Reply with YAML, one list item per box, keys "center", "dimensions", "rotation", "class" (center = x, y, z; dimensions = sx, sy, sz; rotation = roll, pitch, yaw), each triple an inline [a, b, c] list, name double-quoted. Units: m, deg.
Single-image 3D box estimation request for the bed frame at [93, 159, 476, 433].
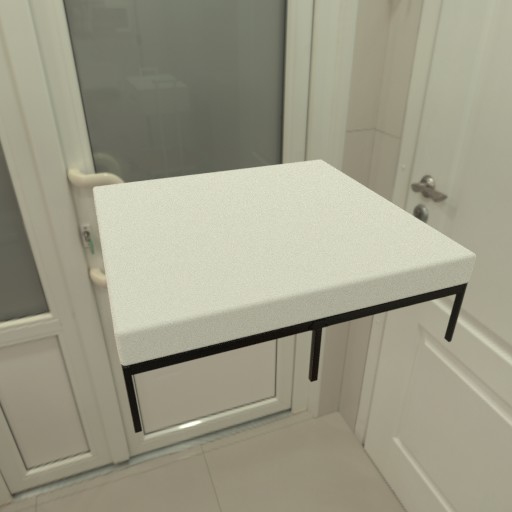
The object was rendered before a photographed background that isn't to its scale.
- center: [0.000, 0.000, 3.237]
  dimensions: [2.079, 0.659, 1.963]
  rotation: [-11, 31, -18]
  class: "bed frame"
